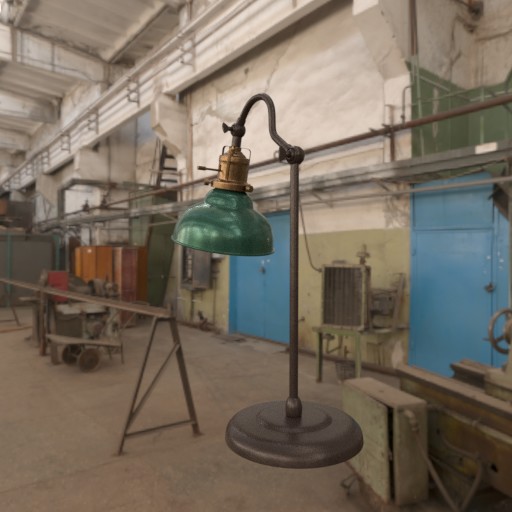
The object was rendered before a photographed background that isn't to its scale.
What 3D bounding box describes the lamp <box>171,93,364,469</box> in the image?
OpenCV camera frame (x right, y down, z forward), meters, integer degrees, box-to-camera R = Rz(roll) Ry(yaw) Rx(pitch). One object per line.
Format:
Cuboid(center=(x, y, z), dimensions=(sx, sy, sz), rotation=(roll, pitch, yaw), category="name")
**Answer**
Cuboid(center=(0.000, 0.000, 0.698), dimensions=(0.192, 0.508, 0.374), rotation=(0, 0, -35), category="lamp")
